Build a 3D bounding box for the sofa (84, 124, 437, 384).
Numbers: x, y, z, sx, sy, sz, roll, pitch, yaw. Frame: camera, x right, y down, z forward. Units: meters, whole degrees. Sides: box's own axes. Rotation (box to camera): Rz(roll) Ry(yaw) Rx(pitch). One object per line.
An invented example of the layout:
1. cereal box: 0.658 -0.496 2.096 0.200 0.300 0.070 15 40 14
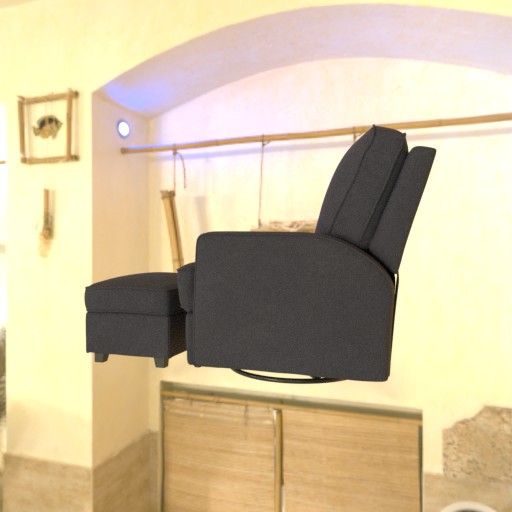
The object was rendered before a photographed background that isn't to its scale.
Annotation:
1. sofa: 0.000 0.000 2.021 1.472 0.959 0.861 0 0 18
